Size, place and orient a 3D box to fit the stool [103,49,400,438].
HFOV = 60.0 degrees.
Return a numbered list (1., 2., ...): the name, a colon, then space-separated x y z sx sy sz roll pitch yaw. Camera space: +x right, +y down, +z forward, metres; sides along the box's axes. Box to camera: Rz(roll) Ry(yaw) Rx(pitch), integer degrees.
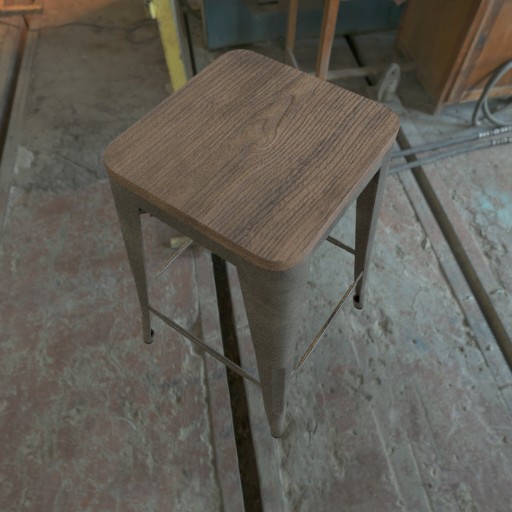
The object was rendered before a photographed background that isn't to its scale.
1. stool: 0.000 0.000 0.868 0.407 0.607 0.407 30 62 18
